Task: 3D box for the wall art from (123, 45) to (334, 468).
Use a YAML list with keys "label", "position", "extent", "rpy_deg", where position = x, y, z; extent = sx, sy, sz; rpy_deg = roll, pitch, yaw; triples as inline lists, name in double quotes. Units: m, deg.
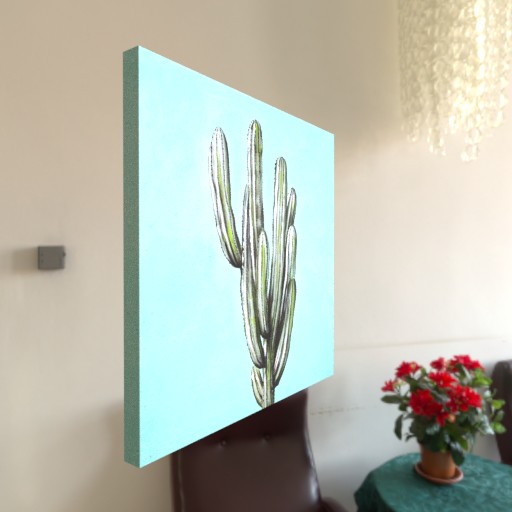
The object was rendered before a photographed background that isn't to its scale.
- label: "wall art"
  position: [0.000, 0.000, 0.882]
  extent: [0.036, 0.603, 0.603]
  rpy_deg: [0, 1, 37]
